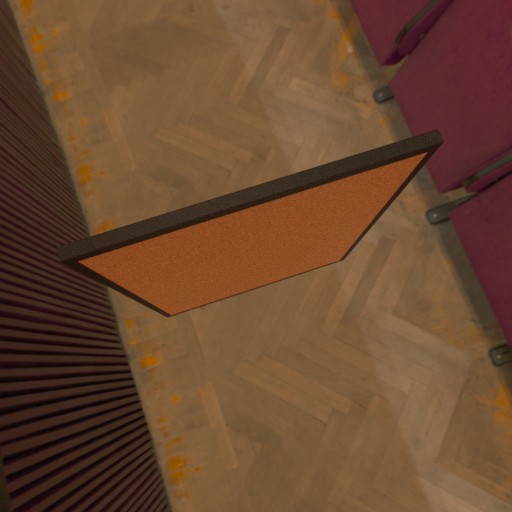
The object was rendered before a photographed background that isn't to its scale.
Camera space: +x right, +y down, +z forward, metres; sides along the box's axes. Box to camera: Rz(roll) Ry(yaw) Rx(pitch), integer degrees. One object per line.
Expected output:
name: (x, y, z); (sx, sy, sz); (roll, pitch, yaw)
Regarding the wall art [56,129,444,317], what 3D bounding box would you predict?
wall art: (0.000, 0.000, 1.350); (0.774, 1.027, 0.030); (-18, 77, -4)
